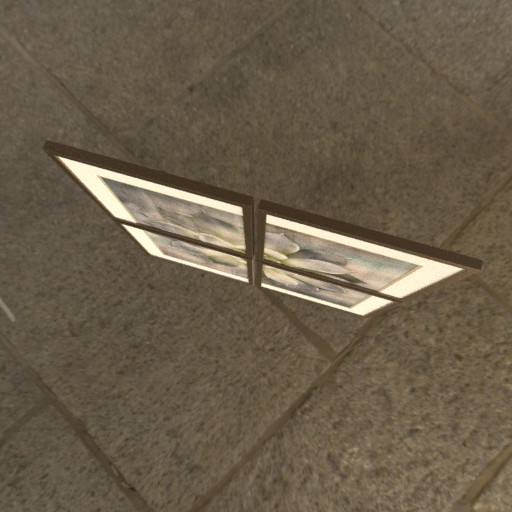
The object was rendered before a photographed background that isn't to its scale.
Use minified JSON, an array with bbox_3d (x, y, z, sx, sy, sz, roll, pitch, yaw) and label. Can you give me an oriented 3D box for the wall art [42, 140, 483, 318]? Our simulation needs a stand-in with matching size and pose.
[{"bbox_3d":[0.000,0.000,1.504,1.032,1.032,0.030,16,77,4],"label":"wall art"}]
